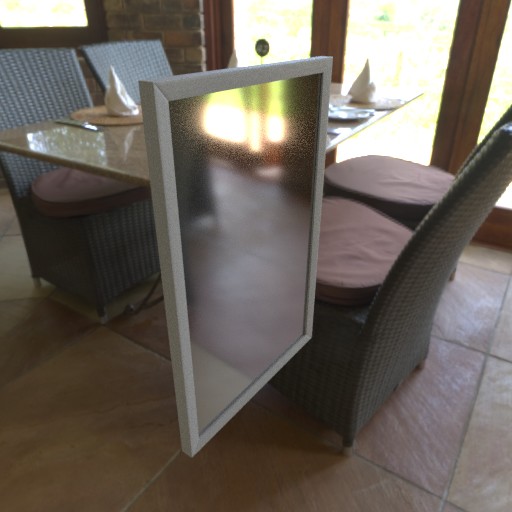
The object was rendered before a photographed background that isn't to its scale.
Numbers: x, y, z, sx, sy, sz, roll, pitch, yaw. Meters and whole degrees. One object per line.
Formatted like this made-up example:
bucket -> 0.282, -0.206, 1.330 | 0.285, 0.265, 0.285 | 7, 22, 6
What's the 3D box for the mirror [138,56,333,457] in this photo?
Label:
mirror -> 0.000, 0.000, 1.156 | 0.040, 0.915, 0.609 | 20, 34, 32
